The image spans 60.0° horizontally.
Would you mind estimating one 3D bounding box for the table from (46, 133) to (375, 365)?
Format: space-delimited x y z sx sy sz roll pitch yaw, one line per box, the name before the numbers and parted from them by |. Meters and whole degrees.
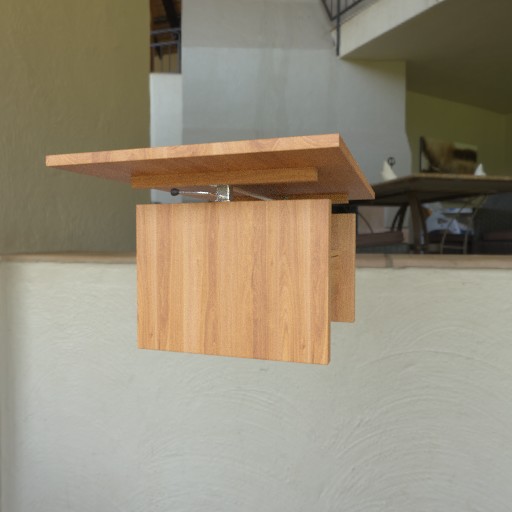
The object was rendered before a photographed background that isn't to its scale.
table | 0.000 0.000 1.484 0.700 0.510 1.100 1 2 18
